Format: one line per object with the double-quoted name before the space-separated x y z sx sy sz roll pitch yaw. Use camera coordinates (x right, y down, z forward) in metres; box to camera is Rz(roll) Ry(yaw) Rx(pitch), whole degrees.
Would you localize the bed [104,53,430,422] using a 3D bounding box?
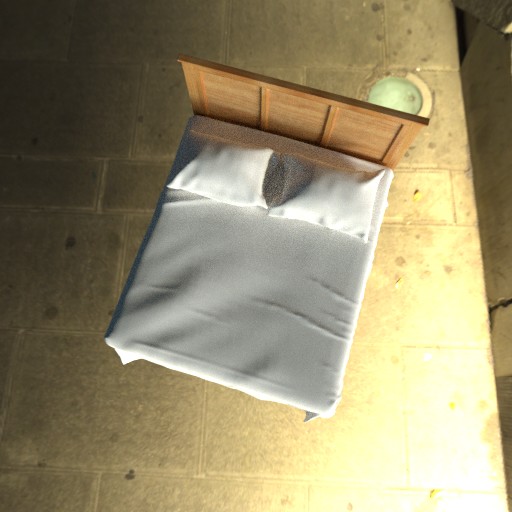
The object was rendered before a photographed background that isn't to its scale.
"bed" 0.000 0.000 3.179 1.870 1.273 2.035 16 75 4
